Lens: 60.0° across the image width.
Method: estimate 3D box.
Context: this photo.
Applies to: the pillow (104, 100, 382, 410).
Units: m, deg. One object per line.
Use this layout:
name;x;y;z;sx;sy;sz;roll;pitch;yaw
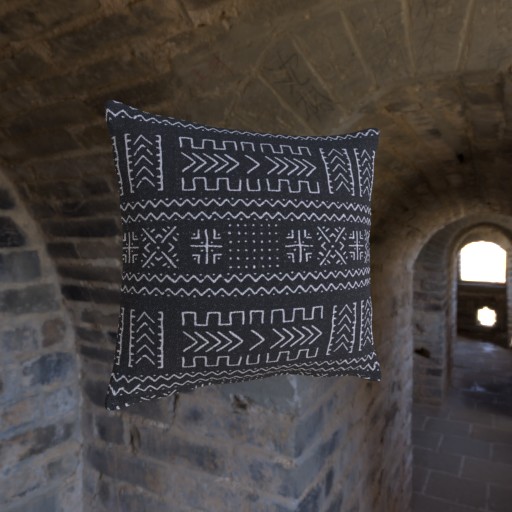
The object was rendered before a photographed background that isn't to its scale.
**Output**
pillow;0.000;0.000;0.675;0.438;0.430;0.164;0;1;-17
